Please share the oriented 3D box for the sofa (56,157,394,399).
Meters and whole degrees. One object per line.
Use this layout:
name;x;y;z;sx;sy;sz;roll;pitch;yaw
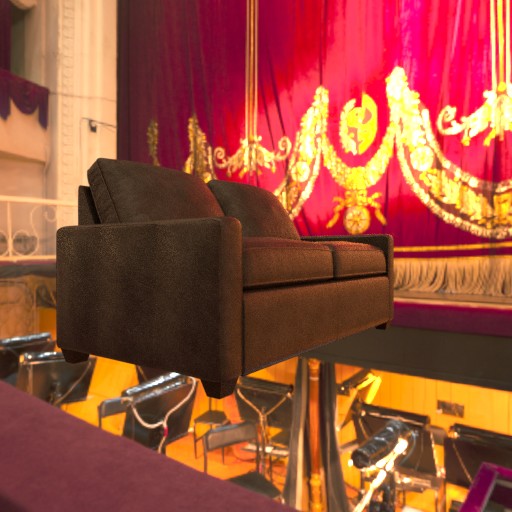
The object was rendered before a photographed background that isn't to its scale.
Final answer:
sofa;0.000;0.000;2.351;0.939;0.916;1.732;0;0;35
